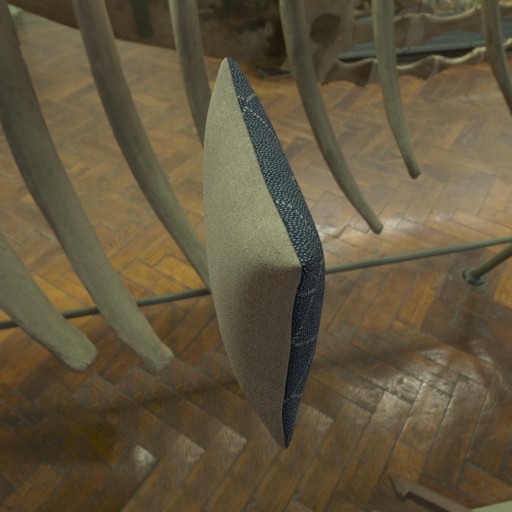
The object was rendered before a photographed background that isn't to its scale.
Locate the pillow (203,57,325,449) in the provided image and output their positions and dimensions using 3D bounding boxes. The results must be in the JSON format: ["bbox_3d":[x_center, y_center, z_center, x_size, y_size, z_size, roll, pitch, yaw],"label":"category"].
[{"bbox_3d":[0.000,0.000,0.675,0.148,0.428,0.435,-8,48,-8],"label":"pillow"}]
